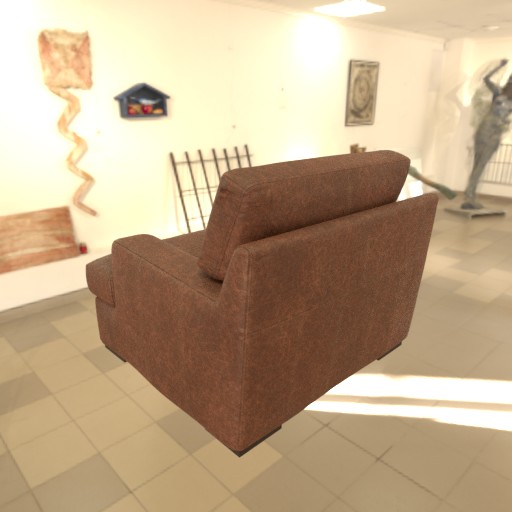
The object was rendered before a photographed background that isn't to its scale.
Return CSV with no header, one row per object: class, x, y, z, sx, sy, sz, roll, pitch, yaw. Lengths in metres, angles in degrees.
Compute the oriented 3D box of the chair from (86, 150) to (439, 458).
chair,0.000,0.000,2.007,1.168,0.939,1.143,-17,25,-41
